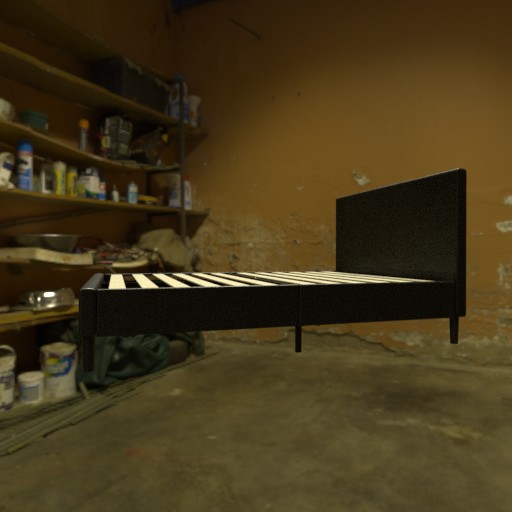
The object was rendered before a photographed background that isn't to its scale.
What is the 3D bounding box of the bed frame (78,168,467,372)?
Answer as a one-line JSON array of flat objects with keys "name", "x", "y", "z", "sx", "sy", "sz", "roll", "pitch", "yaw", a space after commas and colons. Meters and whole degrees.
[{"name": "bed frame", "x": 0.000, "y": 0.000, "z": 3.270, "sx": 2.318, "sy": 1.127, "sz": 1.634, "roll": 0, "pitch": 0, "yaw": -18}]
